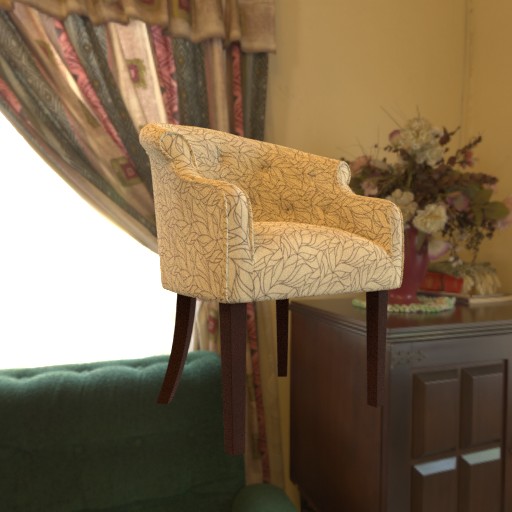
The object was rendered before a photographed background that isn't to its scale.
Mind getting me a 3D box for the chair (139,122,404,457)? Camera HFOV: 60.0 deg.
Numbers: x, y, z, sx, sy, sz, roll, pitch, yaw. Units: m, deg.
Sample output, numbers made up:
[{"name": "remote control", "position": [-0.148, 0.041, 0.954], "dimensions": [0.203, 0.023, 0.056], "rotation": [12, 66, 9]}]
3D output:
[{"name": "chair", "position": [0.000, 0.000, 1.316], "dimensions": [0.686, 0.858, 0.613], "rotation": [-1, 1, -37]}]
